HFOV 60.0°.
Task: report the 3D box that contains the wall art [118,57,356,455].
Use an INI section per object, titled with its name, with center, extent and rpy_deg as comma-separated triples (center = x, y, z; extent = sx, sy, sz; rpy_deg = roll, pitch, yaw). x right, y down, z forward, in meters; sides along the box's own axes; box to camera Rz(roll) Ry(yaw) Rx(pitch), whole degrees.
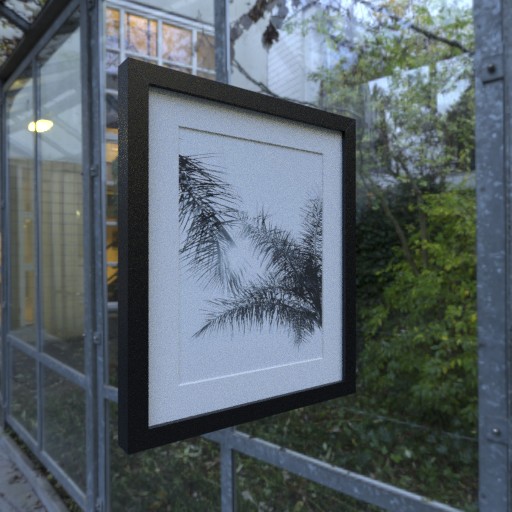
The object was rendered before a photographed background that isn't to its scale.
[wall art]
center = 0.000, 0.000, 0.531
extent = 0.325, 0.380, 0.028
rpy_deg = 0, 0, -36
